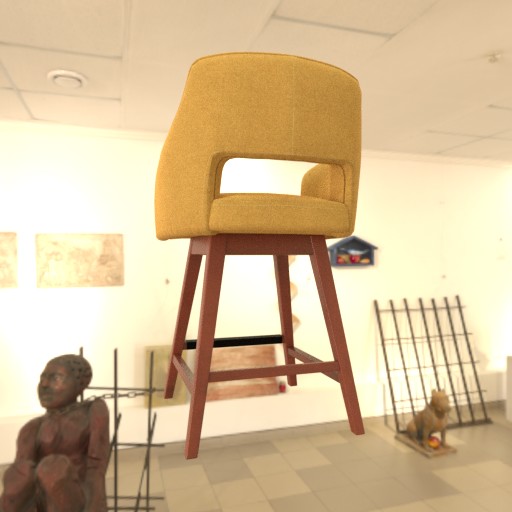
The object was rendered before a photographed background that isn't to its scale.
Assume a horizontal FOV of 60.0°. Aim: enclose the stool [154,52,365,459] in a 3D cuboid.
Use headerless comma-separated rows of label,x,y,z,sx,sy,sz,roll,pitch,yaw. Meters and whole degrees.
stool,0.000,0.000,1.266,0.548,0.924,0.558,0,0,-18
